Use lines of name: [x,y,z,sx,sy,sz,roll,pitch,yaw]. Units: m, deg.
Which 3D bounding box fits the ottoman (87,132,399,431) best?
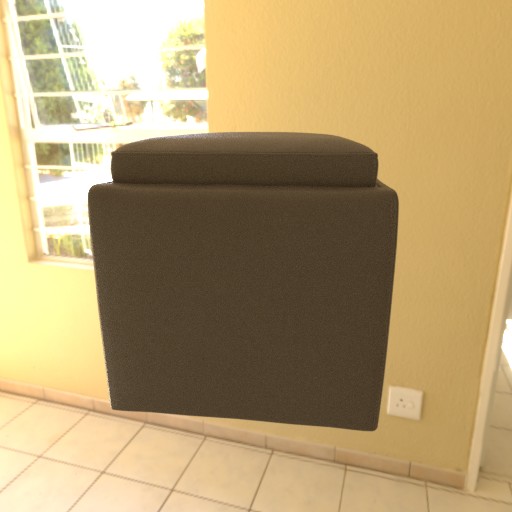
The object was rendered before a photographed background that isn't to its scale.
ottoman: [0.000,0.000,0.854,0.451,0.460,0.450,2,16,7]
